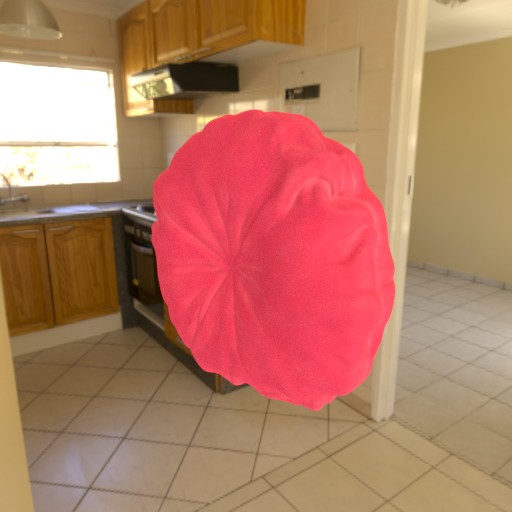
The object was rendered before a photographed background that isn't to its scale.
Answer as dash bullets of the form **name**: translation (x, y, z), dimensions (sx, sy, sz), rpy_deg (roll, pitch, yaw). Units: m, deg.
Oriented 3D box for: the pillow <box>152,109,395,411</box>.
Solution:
- **pillow**: translation (0.000, 0.000, 0.649), dimensions (0.428, 0.407, 0.148), rpy_deg (13, 19, 42)
